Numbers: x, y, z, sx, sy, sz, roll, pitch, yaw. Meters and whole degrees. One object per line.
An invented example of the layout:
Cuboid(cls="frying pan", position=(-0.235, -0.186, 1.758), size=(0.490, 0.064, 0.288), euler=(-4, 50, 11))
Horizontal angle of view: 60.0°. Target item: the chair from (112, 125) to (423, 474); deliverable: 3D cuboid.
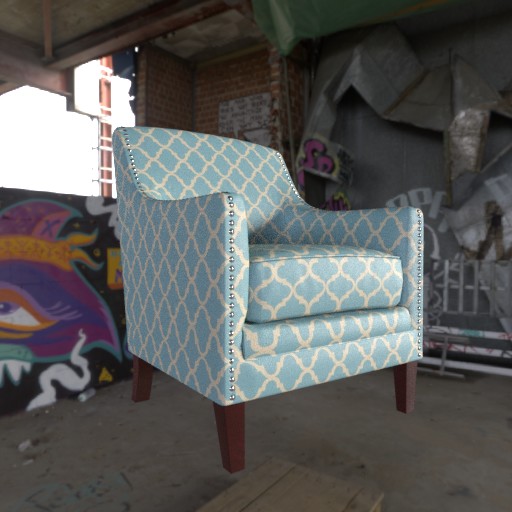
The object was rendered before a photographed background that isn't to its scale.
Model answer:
Cuboid(cls="chair", position=(0.000, 0.000, 1.267), size=(0.617, 0.817, 0.686), euler=(-1, 2, -35))
